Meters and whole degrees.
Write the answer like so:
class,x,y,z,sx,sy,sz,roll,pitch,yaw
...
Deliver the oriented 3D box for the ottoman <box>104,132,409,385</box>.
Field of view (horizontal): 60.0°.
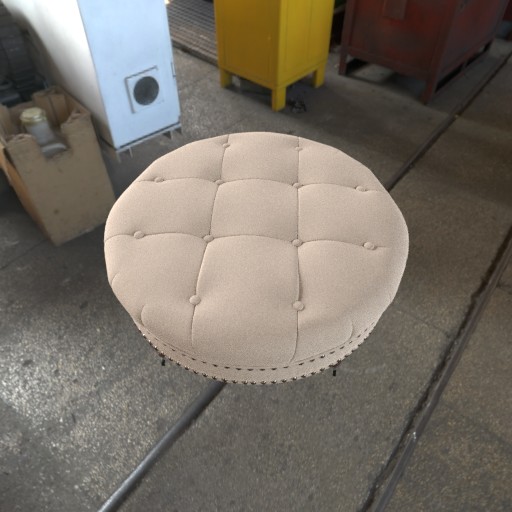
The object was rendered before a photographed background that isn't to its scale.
class,x,y,z,sx,sy,sz,roll,pitch,yaw
ottoman,0.000,0.000,1.420,0.901,0.439,0.901,0,47,0
